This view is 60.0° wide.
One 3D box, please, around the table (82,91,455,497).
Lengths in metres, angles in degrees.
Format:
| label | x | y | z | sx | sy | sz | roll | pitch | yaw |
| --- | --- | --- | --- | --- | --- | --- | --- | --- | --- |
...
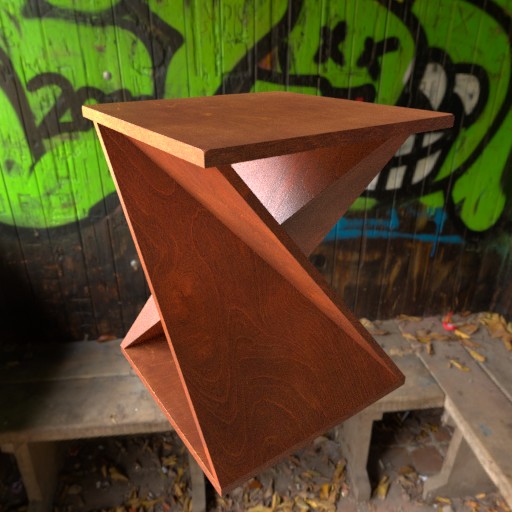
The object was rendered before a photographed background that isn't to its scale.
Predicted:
| label | x | y | z | sx | sy | sz | roll | pitch | yaw |
| --- | --- | --- | --- | --- | --- | --- | --- | --- | --- |
| table | 0.000 | 0.000 | 0.821 | 0.427 | 0.520 | 0.427 | -17 | 31 | -31 |
